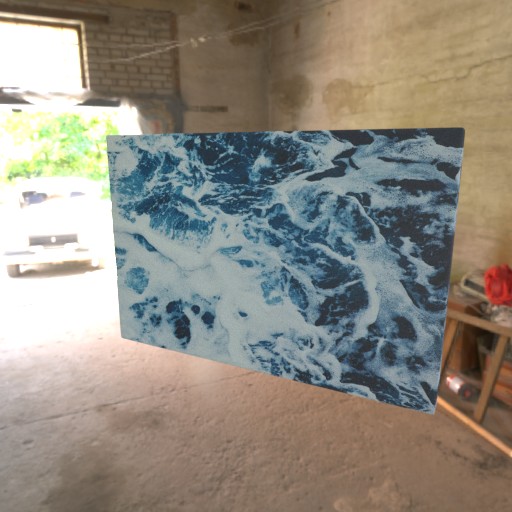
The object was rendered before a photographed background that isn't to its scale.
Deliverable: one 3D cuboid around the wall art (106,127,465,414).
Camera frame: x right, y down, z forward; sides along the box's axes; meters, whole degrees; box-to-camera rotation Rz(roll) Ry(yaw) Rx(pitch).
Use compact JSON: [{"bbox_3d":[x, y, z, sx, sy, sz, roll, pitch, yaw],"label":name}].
[{"bbox_3d":[0.000,0.000,0.756,0.609,0.407,0.043,7,15,26],"label":"wall art"}]
